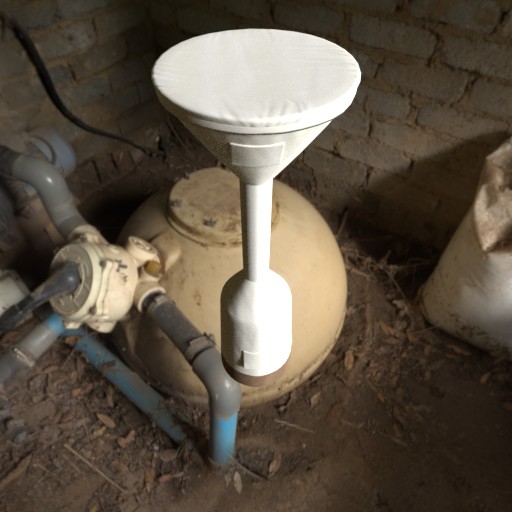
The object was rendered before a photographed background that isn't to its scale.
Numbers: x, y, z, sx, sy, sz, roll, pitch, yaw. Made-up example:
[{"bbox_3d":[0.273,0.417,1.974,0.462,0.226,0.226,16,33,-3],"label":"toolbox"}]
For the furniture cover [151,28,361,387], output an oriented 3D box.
[{"bbox_3d":[0.000,0.000,2.814,0.914,2.413,0.914,-3,46,-2],"label":"furniture cover"}]
